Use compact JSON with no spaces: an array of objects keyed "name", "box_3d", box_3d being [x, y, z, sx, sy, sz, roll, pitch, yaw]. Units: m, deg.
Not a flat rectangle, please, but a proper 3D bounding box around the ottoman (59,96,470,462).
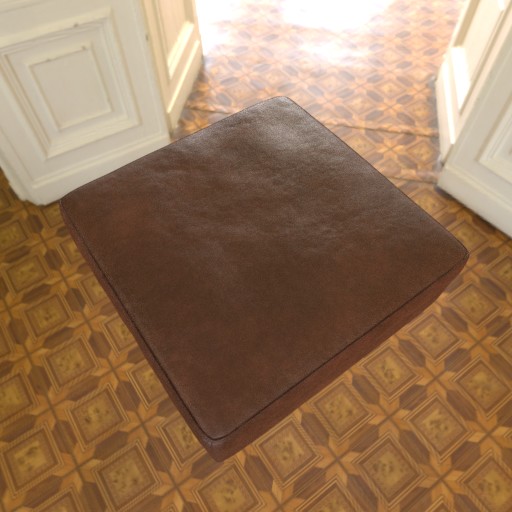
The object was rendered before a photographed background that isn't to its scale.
[{"name":"ottoman","box_3d":[0.000,0.000,1.325,0.844,0.415,0.836,-31,62,-19]}]
